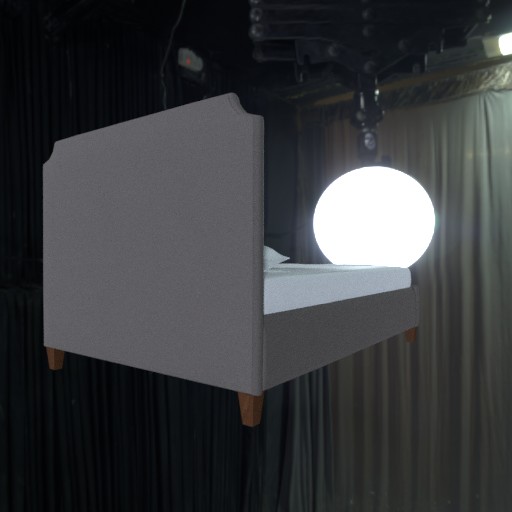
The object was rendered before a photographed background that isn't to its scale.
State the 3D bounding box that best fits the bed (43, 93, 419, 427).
[{"bbox_3d":[0.000,0.000,3.270,1.713,1.443,2.372,0,0,36],"label":"bed"}]
